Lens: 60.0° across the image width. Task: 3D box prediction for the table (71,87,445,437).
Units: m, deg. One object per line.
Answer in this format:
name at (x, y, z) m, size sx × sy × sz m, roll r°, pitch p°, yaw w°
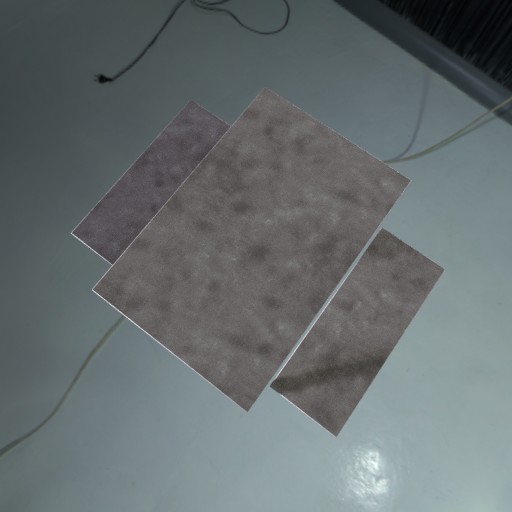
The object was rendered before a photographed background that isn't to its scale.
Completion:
table at (0.000, 0.000, 2.061) m, size 1.443 × 0.700 × 1.100 m, roll 36°, pitch 78°, yaw 9°
